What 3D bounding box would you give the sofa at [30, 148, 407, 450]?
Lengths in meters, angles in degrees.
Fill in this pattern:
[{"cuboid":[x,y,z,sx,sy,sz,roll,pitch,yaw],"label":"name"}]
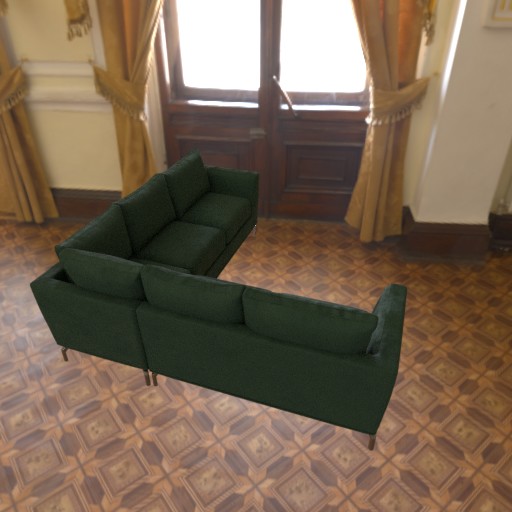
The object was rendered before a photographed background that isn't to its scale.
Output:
[{"cuboid":[0.000,0.000,3.804,2.468,1.004,2.452,11,34,16],"label":"sofa"}]
